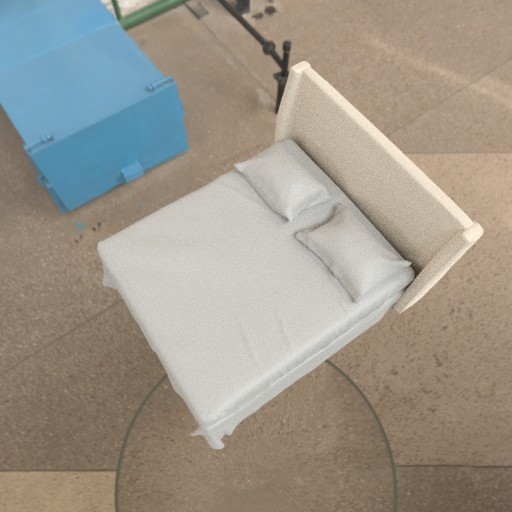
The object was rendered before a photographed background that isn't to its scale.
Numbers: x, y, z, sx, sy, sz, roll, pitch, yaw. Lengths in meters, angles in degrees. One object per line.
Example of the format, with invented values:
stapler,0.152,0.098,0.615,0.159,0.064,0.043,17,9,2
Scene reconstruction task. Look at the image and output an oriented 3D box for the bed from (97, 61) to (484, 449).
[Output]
bed,0.000,0.000,3.467,2.276,1.332,1.925,-32,68,-15
